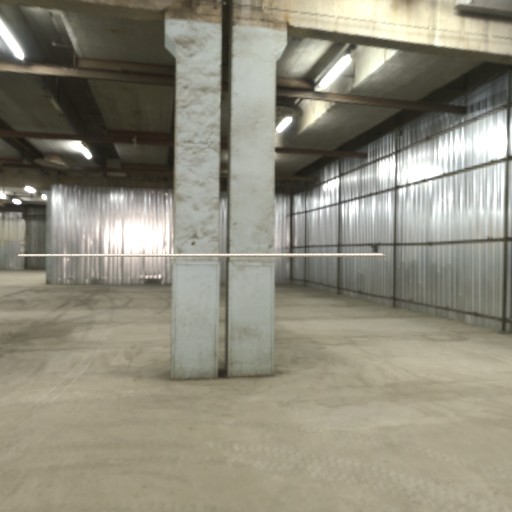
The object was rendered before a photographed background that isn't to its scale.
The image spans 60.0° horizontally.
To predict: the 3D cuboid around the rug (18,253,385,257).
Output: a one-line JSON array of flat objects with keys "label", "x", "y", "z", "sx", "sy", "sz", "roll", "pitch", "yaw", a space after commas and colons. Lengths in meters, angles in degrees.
[{"label": "rug", "x": 0.000, "y": 0.000, "z": 2.733, "sx": 1.533, "sy": 0.010, "sz": 2.142, "roll": 0, "pitch": 0, "yaw": 16}]
